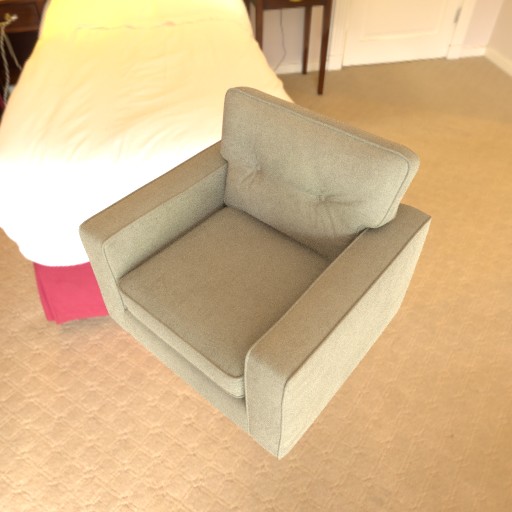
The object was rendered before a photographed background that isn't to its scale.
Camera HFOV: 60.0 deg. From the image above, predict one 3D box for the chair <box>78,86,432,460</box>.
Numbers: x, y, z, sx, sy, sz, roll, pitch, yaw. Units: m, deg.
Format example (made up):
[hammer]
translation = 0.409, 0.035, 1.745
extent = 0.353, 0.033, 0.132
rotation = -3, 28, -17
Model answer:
[chair]
translation = 0.000, 0.000, 1.776
extent = 1.015, 0.965, 0.939
rotation = 31, 53, 27
